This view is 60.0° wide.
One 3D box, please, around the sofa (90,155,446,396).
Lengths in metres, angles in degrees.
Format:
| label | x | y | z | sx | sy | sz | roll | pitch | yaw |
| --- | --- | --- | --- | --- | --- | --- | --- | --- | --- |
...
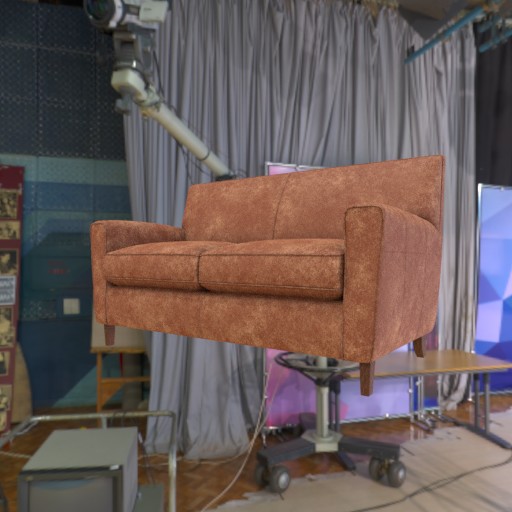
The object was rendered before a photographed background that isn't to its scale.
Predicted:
| label | x | y | z | sx | sy | sz | roll | pitch | yaw |
| --- | --- | --- | --- | --- | --- | --- | --- | --- | --- |
| sofa | 0.000 | 0.000 | 2.034 | 1.473 | 0.871 | 0.787 | 0 | 0 | 35 |
